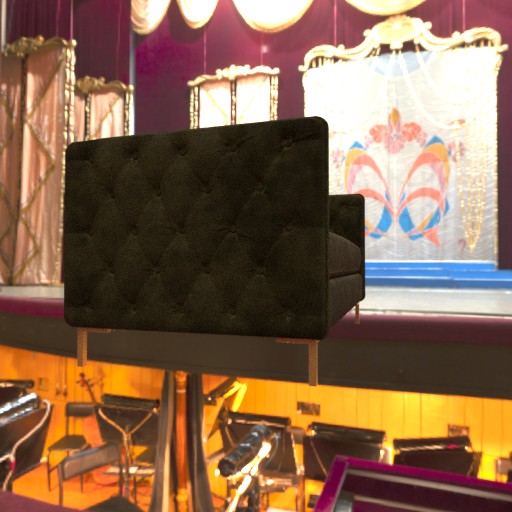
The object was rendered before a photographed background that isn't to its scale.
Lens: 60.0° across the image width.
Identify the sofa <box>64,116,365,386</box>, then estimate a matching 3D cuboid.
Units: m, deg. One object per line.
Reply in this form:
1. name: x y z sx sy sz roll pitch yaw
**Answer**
1. sofa: 0.000 0.000 2.058 0.895 0.768 1.537 0 -1 18
